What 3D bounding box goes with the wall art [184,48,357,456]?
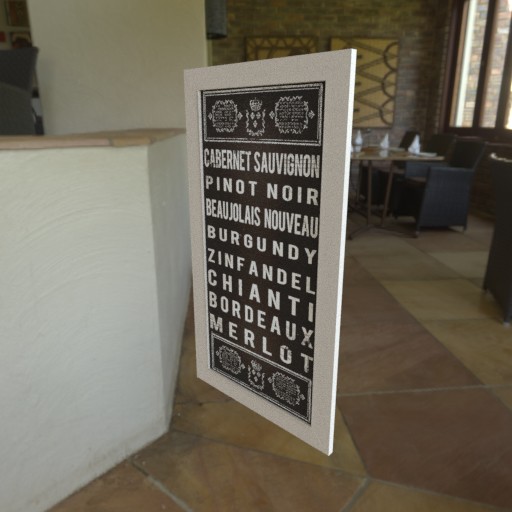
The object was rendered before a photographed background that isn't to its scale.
[{"bbox_3d":[0.000,0.000,0.843,0.380,0.683,0.013,16,23,42],"label":"wall art"}]
